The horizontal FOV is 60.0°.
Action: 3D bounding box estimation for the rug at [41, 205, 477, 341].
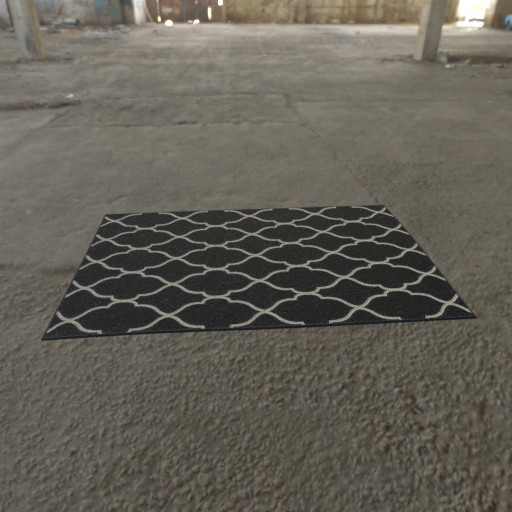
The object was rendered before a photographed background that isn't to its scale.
[{"bbox_3d":[0.000,0.000,2.957,2.290,0.014,1.526,-2,30,-4],"label":"rug"}]
